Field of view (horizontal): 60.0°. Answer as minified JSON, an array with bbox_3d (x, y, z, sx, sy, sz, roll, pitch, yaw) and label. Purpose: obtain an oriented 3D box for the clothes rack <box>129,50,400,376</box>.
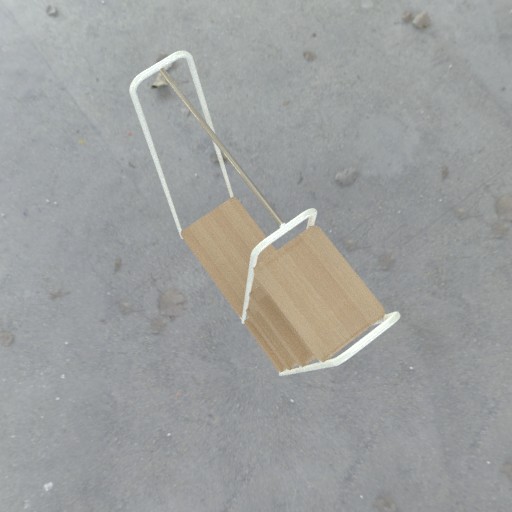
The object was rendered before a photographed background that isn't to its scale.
[{"bbox_3d":[0.000,0.000,1.947,0.400,1.500,1.011,-35,79,-8],"label":"clothes rack"}]
